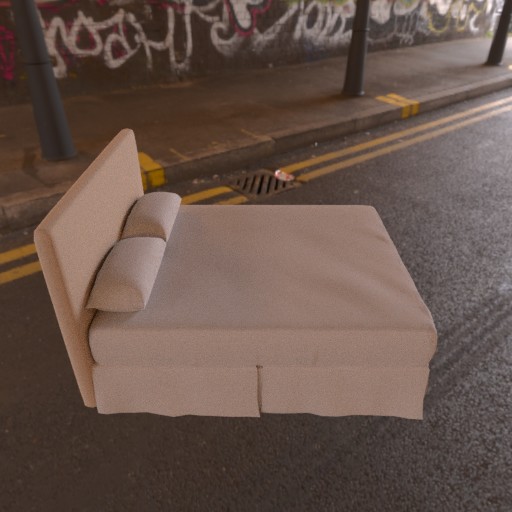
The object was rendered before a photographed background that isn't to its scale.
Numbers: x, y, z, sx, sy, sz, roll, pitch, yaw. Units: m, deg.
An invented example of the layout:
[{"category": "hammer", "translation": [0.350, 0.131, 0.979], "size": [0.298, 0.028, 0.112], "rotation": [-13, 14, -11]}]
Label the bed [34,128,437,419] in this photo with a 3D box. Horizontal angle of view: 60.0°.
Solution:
[{"category": "bed", "translation": [0.000, 0.000, 3.118], "size": [2.142, 1.330, 1.748], "rotation": [0, 32, 0]}]
